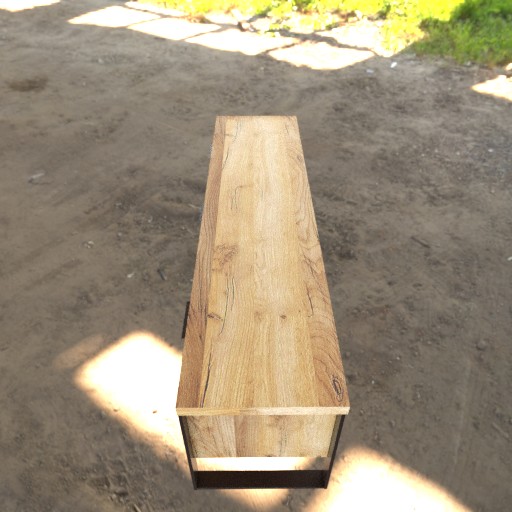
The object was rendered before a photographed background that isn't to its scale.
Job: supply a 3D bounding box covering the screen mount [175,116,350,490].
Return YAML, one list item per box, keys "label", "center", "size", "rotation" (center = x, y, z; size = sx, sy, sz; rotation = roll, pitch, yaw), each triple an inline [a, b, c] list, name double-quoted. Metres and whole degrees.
- label: "screen mount"
  center: [0.000, 0.000, 1.682]
  size: [0.395, 0.450, 1.524]
  rotation: [0, 41, 0]
